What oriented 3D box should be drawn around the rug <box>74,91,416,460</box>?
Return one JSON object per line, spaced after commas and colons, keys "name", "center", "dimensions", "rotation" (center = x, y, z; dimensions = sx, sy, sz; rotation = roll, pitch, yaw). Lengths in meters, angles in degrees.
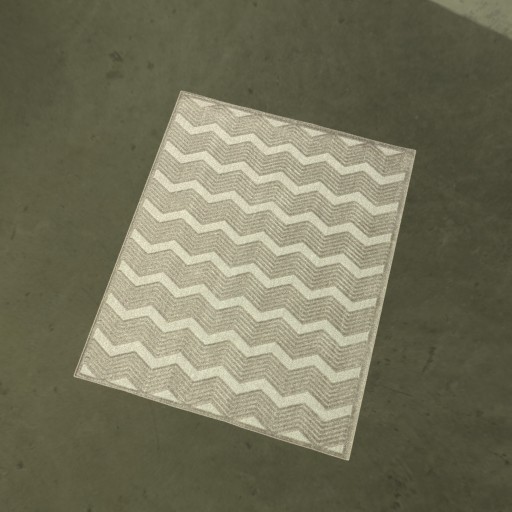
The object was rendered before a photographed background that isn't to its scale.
{"name": "rug", "center": [0.000, 0.000, 4.018], "dimensions": [2.391, 0.005, 2.880], "rotation": [16, 76, 4]}
